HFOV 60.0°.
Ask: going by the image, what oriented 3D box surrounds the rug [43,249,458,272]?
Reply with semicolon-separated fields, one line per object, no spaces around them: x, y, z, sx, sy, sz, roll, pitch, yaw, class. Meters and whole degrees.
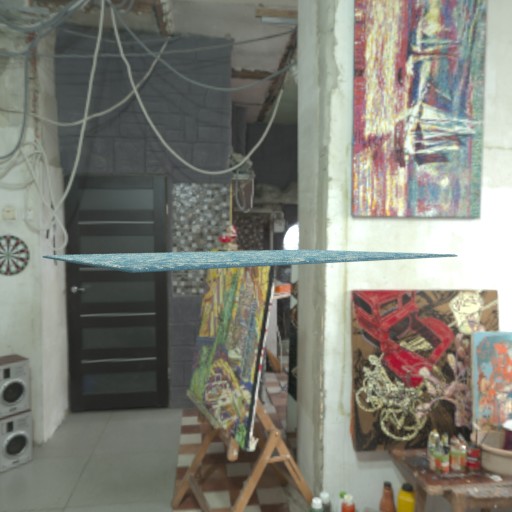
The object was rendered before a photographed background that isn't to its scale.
0.000;0.000;3.507;2.746;0.018;1.816;-2;3;-37;rug
